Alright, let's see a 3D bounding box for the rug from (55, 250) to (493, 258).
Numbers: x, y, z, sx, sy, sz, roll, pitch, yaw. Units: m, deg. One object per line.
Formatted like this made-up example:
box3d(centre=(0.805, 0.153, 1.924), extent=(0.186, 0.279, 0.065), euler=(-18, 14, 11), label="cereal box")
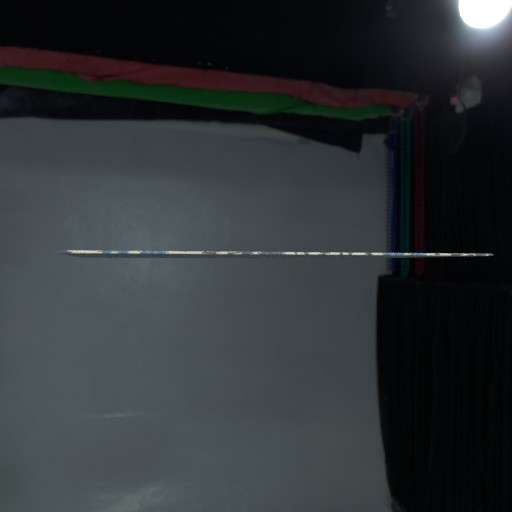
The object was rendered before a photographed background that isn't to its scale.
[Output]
box3d(centre=(0.000, 0.000, 2.917), extent=(2.261, 0.013, 1.676), euler=(0, -1, -19), label="rug")
